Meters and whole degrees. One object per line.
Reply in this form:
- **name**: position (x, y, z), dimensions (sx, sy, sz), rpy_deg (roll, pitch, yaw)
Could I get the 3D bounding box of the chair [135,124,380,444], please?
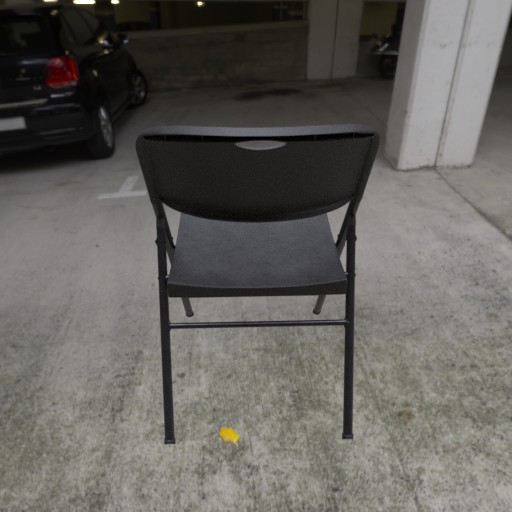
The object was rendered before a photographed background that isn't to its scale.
- **chair**: position (0.000, 0.000, 1.176), dimensions (0.494, 0.810, 0.566), rpy_deg (-1, 30, -2)
